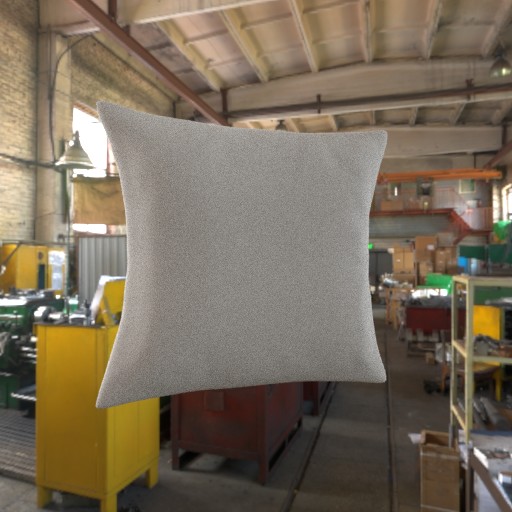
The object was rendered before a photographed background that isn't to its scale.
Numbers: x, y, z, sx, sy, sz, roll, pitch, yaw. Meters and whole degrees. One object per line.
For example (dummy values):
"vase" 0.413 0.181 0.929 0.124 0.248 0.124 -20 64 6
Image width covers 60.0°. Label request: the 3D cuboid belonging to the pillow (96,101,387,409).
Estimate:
"pillow" 0.000 0.000 0.812 0.552 0.508 0.166 0 -1 -18
